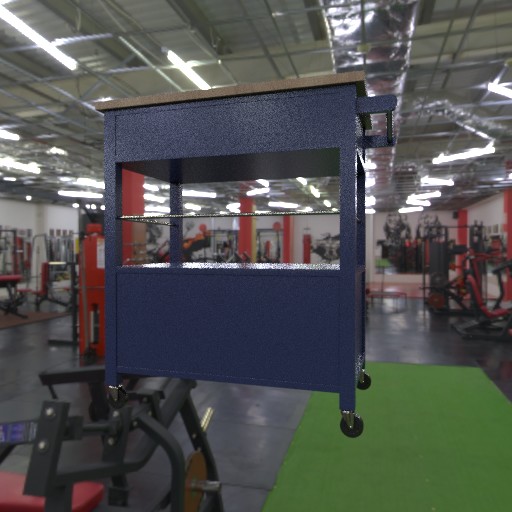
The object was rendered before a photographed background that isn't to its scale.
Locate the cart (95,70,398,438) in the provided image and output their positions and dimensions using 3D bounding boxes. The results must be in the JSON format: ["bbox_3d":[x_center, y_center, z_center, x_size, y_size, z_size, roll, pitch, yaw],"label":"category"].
[{"bbox_3d":[0.000,0.000,1.391,0.840,0.901,0.459,0,1,17],"label":"cart"}]
